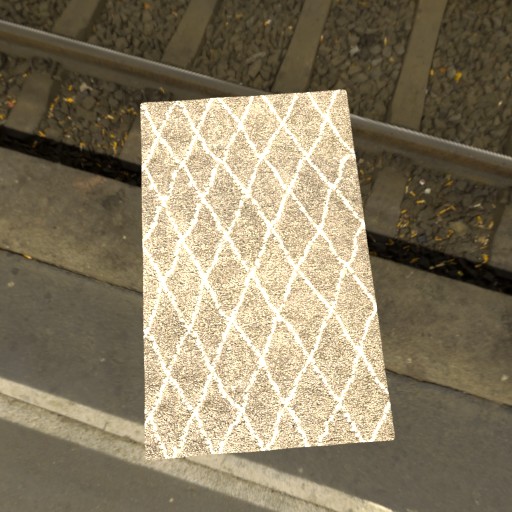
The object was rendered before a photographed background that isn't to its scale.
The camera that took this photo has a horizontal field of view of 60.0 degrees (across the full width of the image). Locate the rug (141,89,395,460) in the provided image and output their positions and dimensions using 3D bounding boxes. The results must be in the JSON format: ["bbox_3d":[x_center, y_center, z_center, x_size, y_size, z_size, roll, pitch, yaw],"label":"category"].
[{"bbox_3d":[0.000,0.000,2.988,1.524,0.030,2.438,-4,76,-1],"label":"rug"}]
